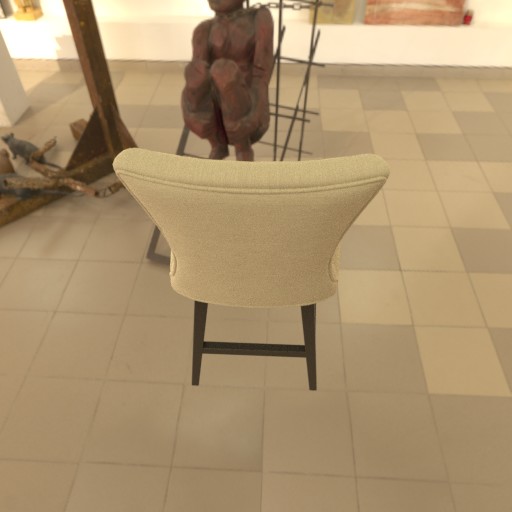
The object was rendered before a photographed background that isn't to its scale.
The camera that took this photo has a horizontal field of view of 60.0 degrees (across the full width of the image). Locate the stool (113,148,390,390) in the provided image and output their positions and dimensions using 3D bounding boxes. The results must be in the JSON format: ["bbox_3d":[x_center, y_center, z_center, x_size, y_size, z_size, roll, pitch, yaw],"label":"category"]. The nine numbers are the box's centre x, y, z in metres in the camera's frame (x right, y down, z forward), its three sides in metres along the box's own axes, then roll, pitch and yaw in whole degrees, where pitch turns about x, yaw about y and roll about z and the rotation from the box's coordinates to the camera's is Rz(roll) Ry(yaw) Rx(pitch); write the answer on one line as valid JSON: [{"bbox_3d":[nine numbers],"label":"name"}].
[{"bbox_3d":[0.000,0.000,1.321,0.514,1.000,0.574,2,46,2],"label":"stool"}]
